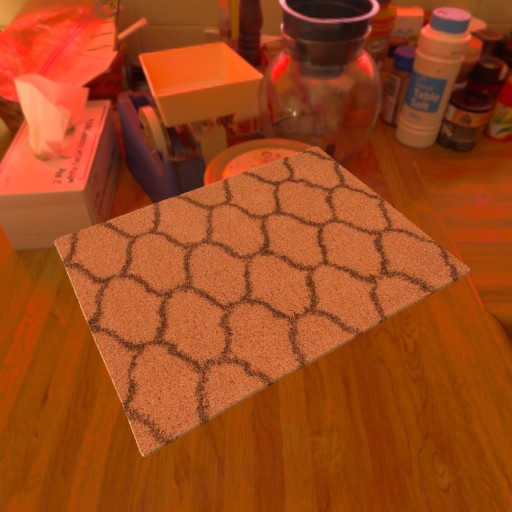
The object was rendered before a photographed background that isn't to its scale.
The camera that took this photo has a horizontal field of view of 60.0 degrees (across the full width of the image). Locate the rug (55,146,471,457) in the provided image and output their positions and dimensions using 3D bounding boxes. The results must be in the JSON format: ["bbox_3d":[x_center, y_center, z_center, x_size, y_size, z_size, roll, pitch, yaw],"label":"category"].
[{"bbox_3d":[0.000,0.000,2.110,1.600,0.025,1.200,-24,51,-21],"label":"rug"}]
